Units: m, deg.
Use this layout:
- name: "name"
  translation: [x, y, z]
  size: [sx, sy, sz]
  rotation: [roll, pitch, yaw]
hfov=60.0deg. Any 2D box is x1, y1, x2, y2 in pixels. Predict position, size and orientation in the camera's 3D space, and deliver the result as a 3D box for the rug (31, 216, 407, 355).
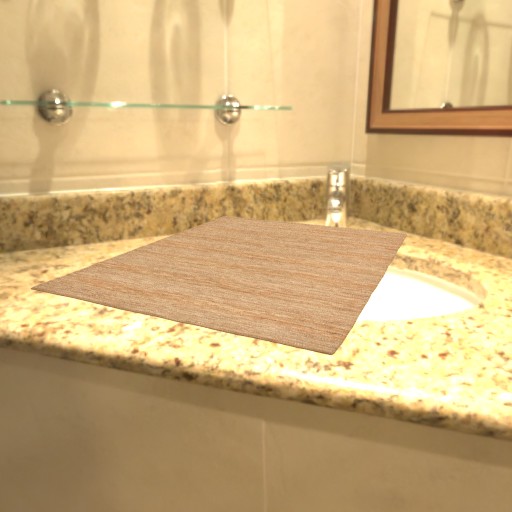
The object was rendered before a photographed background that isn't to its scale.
- name: "rug"
  translation: [0.000, 0.000, 4.056]
  size: [2.313, 0.009, 2.939]
  rotation: [8, 18, 24]
